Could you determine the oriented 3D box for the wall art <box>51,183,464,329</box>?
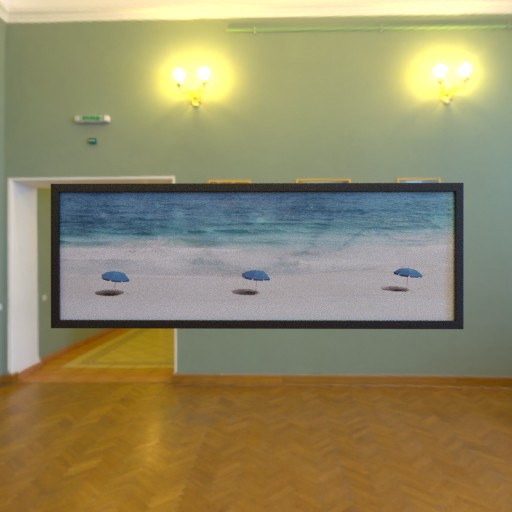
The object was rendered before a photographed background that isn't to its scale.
[{"bbox_3d":[0.000,0.000,0.941,0.860,0.303,0.037,0,0,1],"label":"wall art"}]
